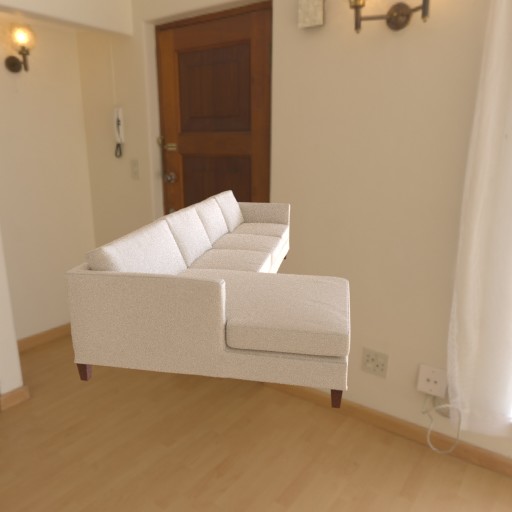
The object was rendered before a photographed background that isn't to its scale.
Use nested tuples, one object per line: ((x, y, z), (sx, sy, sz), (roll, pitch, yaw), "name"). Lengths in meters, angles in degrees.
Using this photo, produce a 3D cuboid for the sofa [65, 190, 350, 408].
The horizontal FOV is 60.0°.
((0.000, 0.000, 3.926), (1.625, 0.846, 3.186), (3, 15, 11), "sofa")
